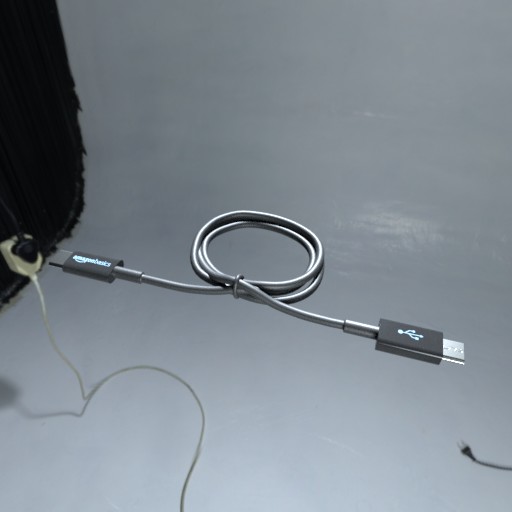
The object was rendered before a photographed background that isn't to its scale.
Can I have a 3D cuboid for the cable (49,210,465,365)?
[{"bbox_3d":[0.000,0.000,0.217,0.192,0.014,0.070,12,43,13],"label":"cable"}]
